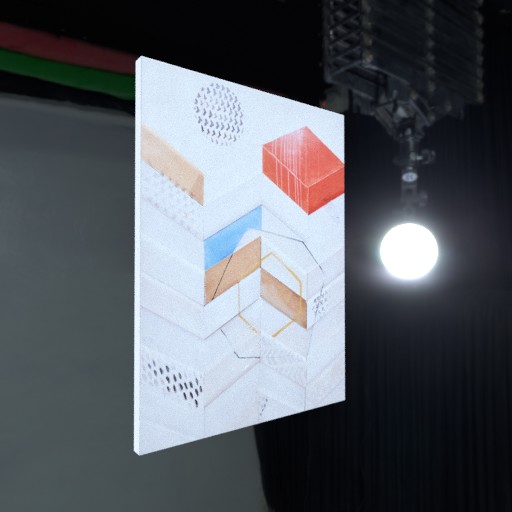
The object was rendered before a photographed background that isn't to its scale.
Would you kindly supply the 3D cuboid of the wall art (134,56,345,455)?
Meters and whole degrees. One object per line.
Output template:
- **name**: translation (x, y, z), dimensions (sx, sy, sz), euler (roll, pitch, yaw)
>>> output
- **wall art**: translation (0.000, 0.000, 1.642), dimensions (0.914, 1.221, 0.046), euler (1, -1, -37)
